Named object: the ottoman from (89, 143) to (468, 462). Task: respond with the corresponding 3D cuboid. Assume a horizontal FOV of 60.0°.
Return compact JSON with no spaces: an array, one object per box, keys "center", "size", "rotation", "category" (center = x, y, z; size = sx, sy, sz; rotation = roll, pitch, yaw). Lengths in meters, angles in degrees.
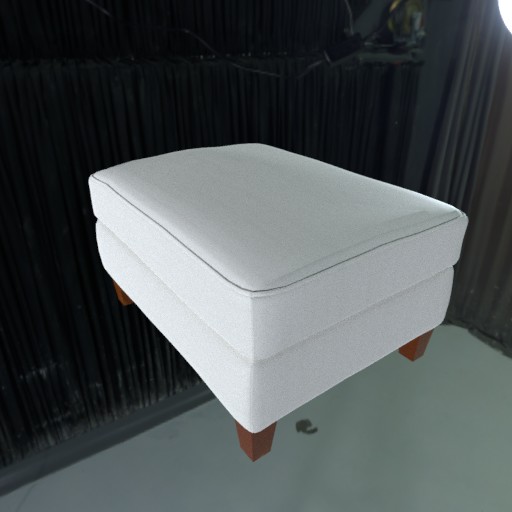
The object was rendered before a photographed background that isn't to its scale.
[{"center":[0.000,0.000,1.202],"size":[0.634,0.479,0.818],"rotation":[-19,33,-31],"category":"ottoman"}]
